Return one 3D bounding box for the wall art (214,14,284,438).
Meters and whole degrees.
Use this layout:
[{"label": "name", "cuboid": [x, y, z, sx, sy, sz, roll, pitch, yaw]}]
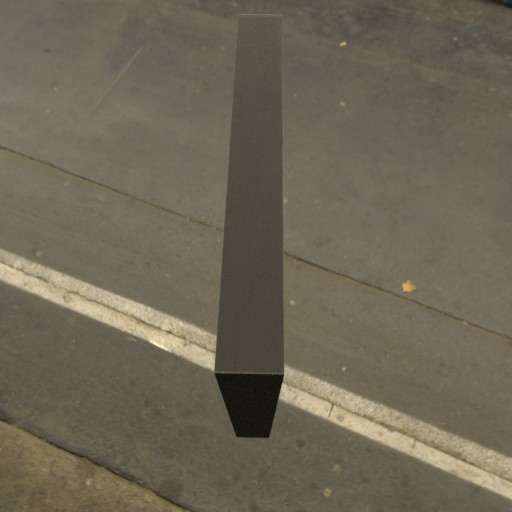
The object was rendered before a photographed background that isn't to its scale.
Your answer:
[{"label": "wall art", "cuboid": [0.000, 0.000, 0.441, 0.037, 0.305, 0.305, 1, 62, 1]}]
